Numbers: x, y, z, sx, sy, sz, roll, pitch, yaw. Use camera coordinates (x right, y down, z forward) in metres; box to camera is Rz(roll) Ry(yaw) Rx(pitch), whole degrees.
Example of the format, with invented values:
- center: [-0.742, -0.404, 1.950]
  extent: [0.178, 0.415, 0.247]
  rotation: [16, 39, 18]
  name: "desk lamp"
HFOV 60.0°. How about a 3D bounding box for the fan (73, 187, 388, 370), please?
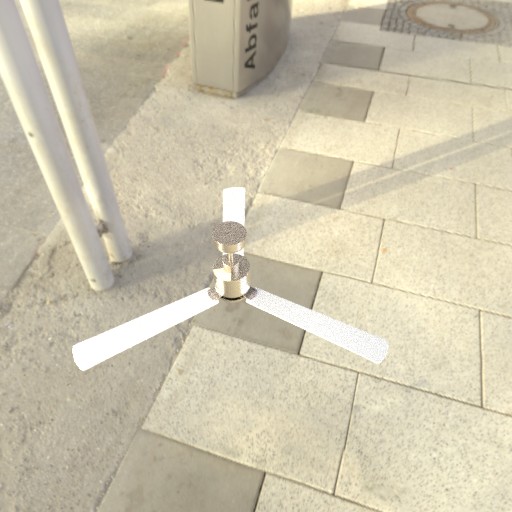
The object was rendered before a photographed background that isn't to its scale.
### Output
- center: [0.000, 0.000, 2.402]
  extent: [1.531, 0.446, 1.561]
  rotation: [12, 48, 11]
  name: "fan"
